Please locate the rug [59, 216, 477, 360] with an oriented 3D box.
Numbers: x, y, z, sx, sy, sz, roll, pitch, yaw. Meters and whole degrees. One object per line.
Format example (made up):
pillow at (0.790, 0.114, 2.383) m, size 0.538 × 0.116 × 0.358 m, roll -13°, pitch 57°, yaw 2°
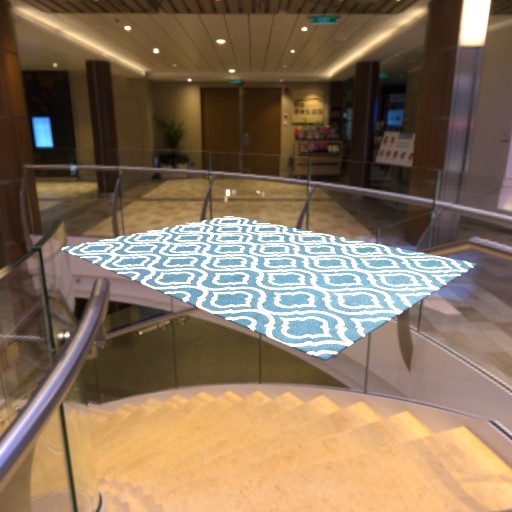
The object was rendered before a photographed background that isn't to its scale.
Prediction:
rug at (0.000, 0.000, 4.359) m, size 3.353 × 0.010 × 2.438 m, roll 15°, pitch 22°, yaw 41°
